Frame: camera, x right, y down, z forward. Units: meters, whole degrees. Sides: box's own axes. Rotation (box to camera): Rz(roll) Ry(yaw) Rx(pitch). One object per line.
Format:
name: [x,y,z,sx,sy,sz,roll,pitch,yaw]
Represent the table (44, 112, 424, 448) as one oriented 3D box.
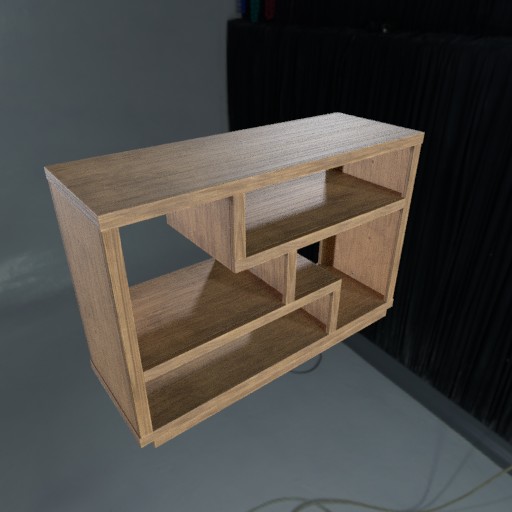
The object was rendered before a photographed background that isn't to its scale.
table: [0.000,0.000,1.560,1.151,0.771,0.410,-21,36,-32]
